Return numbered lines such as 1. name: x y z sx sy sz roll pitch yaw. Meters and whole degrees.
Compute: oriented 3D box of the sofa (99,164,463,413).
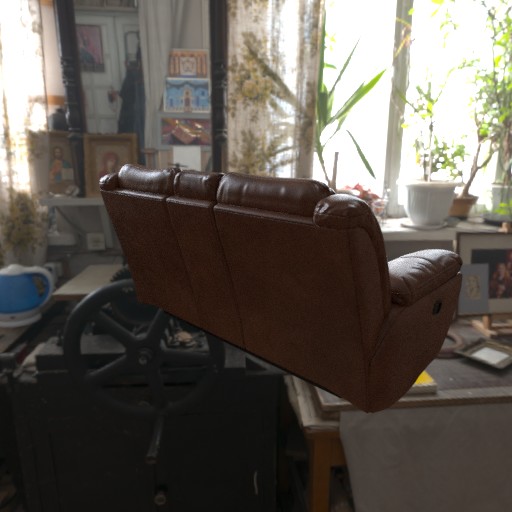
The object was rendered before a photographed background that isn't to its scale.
1. sofa: 0.000 0.000 2.614 0.991 1.043 2.058 -14 20 -42
